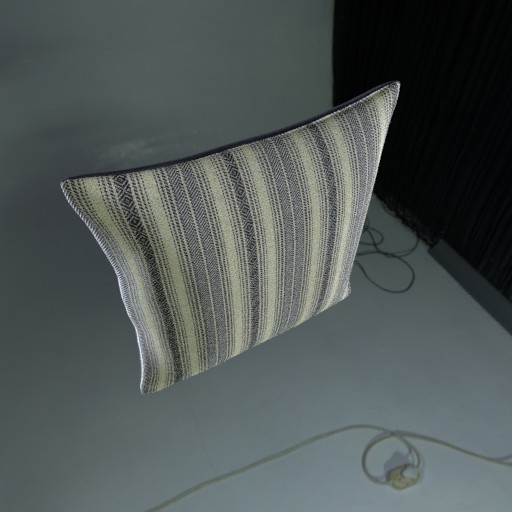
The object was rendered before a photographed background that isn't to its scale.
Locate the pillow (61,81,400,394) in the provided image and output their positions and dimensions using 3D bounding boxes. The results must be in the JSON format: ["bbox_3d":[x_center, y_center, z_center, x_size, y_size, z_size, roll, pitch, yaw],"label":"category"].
[{"bbox_3d":[0.000,0.000,0.778,0.520,0.508,0.166,-23,51,-20],"label":"pillow"}]
